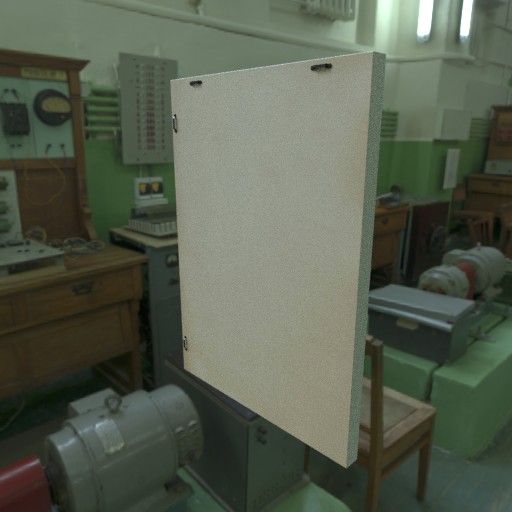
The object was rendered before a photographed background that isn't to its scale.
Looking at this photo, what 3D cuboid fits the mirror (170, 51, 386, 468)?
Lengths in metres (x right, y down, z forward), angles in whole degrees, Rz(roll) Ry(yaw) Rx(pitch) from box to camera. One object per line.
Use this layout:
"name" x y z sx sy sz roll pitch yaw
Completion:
"mirror" 0.000 0.000 0.909 0.040 0.710 0.507 -15 21 -43
